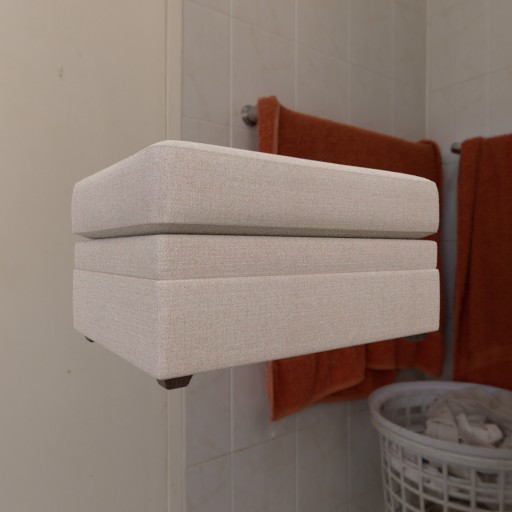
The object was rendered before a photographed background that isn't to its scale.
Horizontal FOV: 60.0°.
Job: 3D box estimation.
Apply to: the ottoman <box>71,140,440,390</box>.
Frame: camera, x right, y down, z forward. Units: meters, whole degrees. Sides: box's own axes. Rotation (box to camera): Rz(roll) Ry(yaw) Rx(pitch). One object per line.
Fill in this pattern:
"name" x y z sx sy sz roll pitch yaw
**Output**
"ottoman" 0.000 0.000 1.250 0.885 0.478 0.637 0 1 -35
